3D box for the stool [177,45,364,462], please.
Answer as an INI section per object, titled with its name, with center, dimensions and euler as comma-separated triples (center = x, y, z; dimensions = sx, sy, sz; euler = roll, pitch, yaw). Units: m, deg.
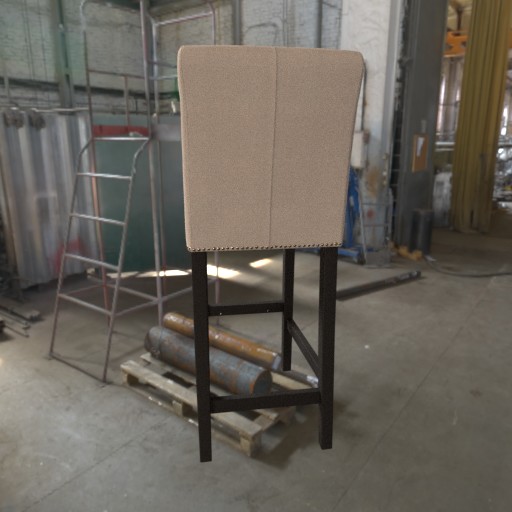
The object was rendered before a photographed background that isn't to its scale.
[stool]
center = 0.000, 0.000, 1.307
dimensions = 0.411, 1.047, 0.548
euler = -2, 15, -9
